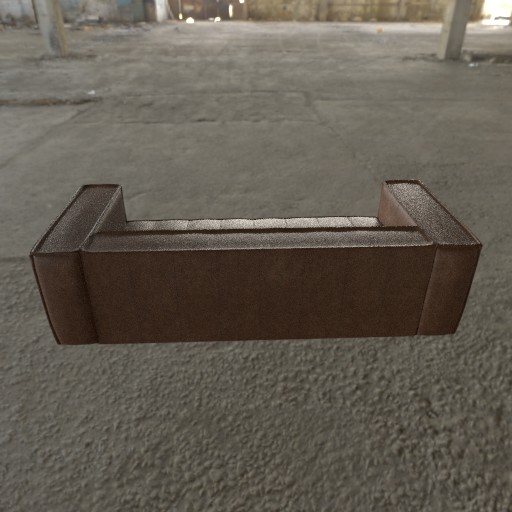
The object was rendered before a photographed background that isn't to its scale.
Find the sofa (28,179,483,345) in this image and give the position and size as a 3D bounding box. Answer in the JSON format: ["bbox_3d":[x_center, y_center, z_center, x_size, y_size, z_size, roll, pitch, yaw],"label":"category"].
[{"bbox_3d":[0.000,0.000,3.056,2.581,0.701,1.102,-1,30,-2],"label":"sofa"}]
